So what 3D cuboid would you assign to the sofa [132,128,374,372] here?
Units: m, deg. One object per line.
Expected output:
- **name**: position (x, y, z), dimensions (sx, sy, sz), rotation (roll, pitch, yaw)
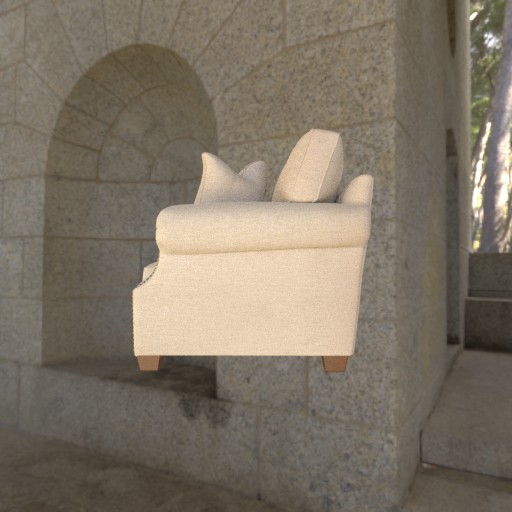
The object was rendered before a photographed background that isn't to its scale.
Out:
- **sofa**: position (0.000, 0.000, 2.809), dimensions (0.965, 0.975, 2.312), rotation (0, -2, 1)
